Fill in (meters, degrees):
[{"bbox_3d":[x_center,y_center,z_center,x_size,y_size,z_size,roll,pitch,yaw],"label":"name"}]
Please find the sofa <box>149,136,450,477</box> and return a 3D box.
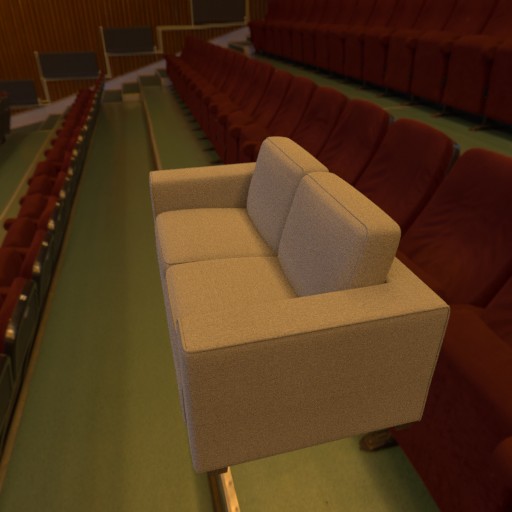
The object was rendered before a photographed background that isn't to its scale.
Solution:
[{"bbox_3d":[0.000,0.000,2.377,1.007,0.924,1.812,-8,31,-13],"label":"sofa"}]
